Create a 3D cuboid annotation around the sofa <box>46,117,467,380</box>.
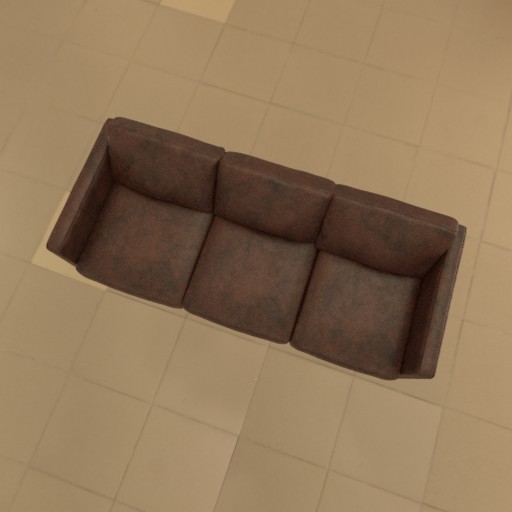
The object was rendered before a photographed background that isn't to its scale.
[{"bbox_3d":[0.000,0.000,3.029,2.464,1.006,1.045,18,75,5],"label":"sofa"}]
